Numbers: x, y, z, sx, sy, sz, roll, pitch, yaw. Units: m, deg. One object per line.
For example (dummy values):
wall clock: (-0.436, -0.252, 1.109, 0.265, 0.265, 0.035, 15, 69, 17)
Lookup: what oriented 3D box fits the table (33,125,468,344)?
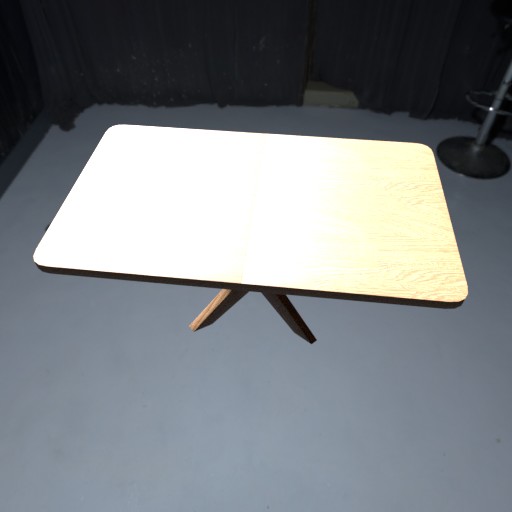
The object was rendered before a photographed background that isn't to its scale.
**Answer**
table: (0.000, 0.000, 2.182, 1.600, 0.770, 0.950, 5, 49, 4)
